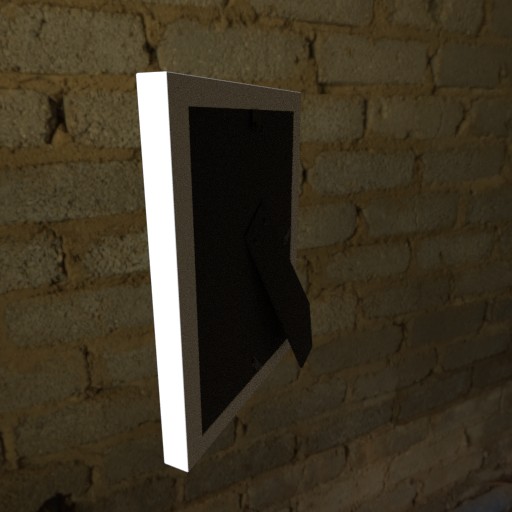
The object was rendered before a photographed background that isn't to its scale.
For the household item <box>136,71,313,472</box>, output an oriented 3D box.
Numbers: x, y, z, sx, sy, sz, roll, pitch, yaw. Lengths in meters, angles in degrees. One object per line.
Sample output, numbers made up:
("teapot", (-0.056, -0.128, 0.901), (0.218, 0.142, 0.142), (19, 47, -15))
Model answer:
("household item", (0.000, 0.000, 0.346), (0.045, 0.250, 0.200), (8, 19, 24))
